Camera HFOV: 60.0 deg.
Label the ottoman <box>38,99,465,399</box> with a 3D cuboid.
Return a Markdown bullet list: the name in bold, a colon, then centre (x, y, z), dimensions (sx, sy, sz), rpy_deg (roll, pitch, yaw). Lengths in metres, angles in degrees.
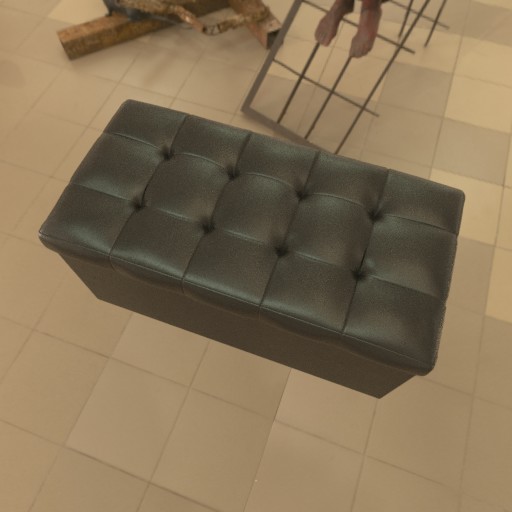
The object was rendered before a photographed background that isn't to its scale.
- **ottoman**: centre (0.000, 0.000, 1.124), dimensions (0.838, 0.470, 0.432), rpy_deg (18, 65, 9)
